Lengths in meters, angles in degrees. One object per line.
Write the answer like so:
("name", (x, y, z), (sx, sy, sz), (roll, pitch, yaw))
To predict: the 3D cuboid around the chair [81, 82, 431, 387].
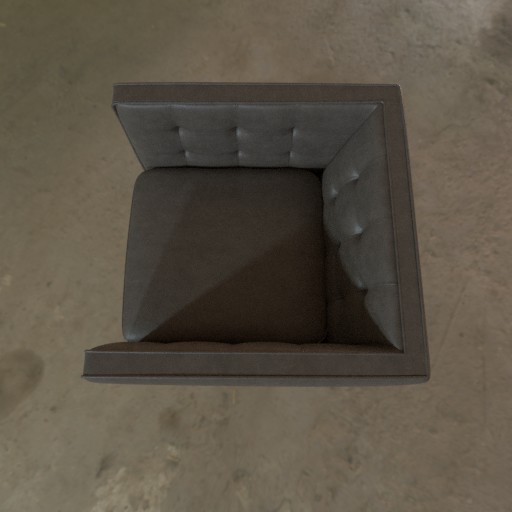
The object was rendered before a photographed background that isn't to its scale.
("chair", (0.000, 0.000, 1.565), (0.894, 0.790, 0.880), (0, 74, 0))
